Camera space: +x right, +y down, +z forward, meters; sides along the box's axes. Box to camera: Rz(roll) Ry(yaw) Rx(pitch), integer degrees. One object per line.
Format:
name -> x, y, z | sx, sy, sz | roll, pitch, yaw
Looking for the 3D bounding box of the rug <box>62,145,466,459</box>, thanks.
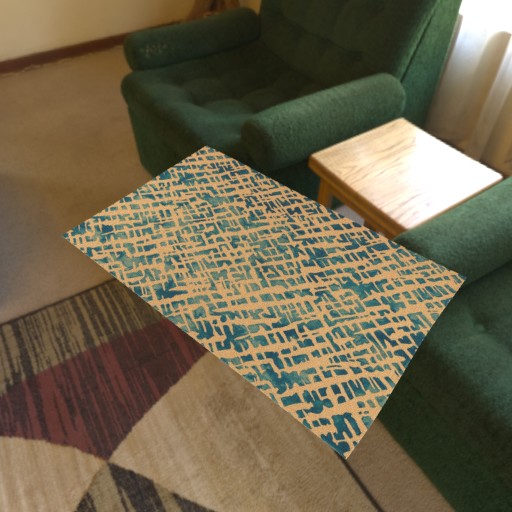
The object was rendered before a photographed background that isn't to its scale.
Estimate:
rug -> 0.000, 0.000, 3.113 | 2.447, 0.011, 1.520 | 32, 55, 26
